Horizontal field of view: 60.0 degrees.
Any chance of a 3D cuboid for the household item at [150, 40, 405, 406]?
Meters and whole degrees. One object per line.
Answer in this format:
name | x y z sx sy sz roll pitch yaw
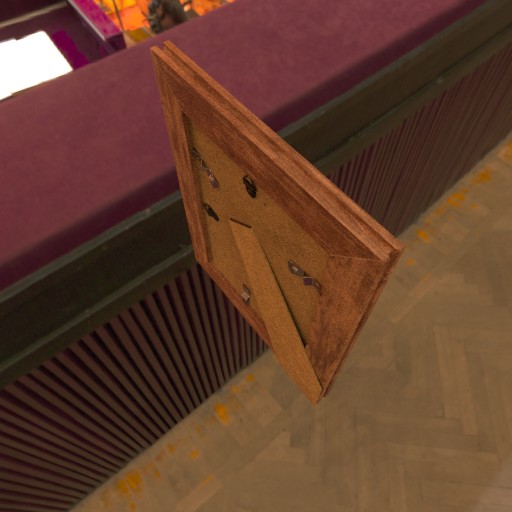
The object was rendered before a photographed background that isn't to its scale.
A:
household item | 0.000 0.000 0.322 0.018 0.237 0.186 -34 64 -19
